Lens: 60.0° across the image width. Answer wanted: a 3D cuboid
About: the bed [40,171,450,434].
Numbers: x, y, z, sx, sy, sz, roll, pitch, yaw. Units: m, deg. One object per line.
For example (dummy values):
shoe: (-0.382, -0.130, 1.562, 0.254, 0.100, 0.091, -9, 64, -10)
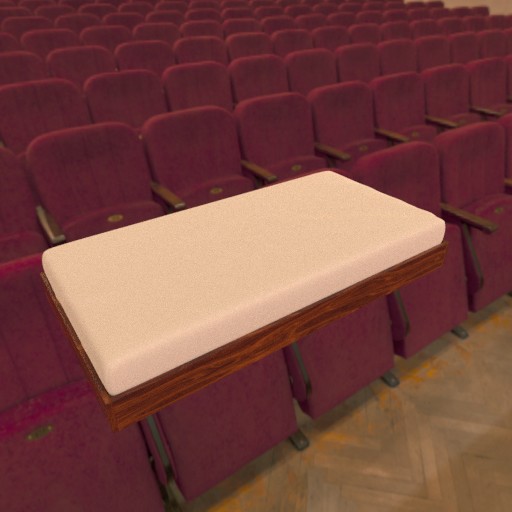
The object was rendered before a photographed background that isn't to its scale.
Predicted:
bed: (0.000, 0.000, 2.234, 1.860, 0.312, 0.940, -20, 37, -29)
